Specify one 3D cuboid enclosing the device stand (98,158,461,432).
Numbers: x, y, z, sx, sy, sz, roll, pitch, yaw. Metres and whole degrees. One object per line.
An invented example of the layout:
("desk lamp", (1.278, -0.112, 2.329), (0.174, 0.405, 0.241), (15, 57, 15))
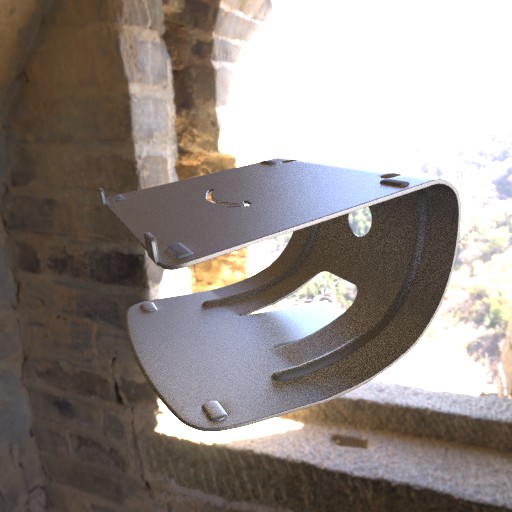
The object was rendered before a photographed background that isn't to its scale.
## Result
("device stand", (0.000, 0.000, 0.404), (0.236, 0.155, 0.256), (-8, 18, -25))
